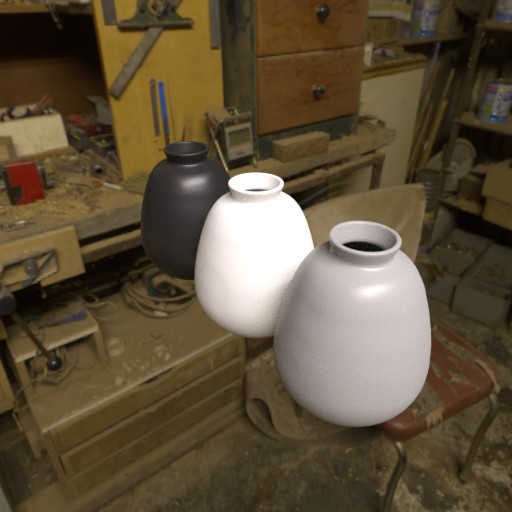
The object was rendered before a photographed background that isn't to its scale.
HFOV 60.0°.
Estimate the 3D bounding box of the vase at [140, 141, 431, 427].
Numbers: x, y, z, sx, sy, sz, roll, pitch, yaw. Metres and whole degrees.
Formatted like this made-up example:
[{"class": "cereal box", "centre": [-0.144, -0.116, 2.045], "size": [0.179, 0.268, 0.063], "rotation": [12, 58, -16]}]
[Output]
[{"class": "vase", "centre": [0.000, 0.000, 0.344], "size": [0.097, 0.122, 0.297], "rotation": [-21, 37, -31]}]
